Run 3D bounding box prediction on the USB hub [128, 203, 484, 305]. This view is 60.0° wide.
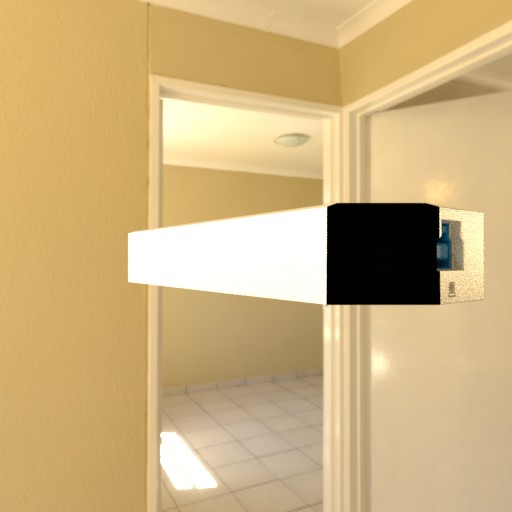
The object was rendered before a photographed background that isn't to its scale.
[{"bbox_3d":[0.000,0.000,0.159,0.044,0.023,0.145,0,-1,-36],"label":"USB hub"}]
